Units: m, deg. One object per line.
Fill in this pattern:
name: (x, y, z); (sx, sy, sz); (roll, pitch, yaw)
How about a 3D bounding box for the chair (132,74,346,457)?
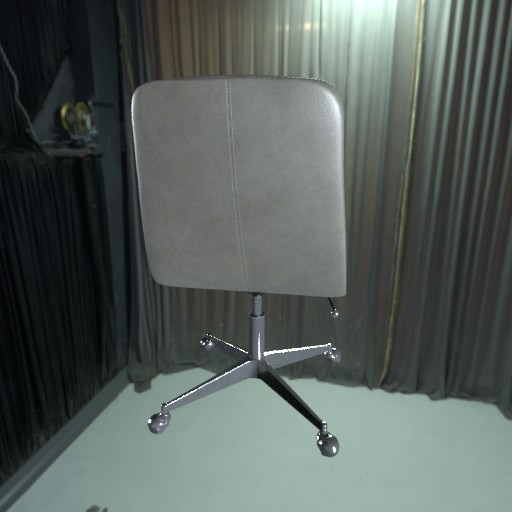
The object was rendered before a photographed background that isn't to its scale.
chair: (0.000, 0.000, 1.019); (0.422, 0.738, 0.485); (3, 17, 10)
